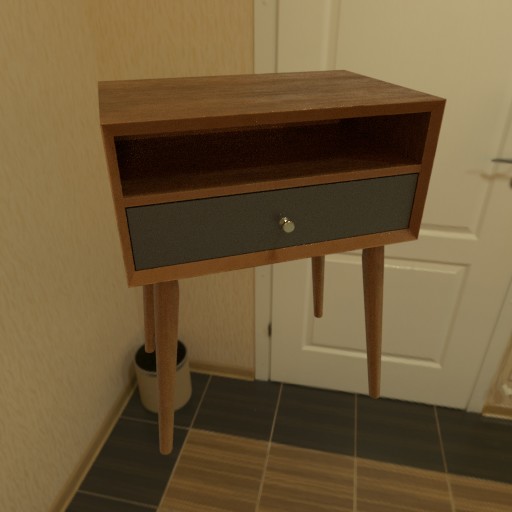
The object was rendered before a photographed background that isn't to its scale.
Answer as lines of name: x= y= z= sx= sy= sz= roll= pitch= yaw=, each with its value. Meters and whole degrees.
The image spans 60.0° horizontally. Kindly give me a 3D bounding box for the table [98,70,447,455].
table: x=0.000 y=0.000 z=0.814 sx=0.454 sy=0.580 sz=0.307 roll=-9 pitch=31 yaw=-15
